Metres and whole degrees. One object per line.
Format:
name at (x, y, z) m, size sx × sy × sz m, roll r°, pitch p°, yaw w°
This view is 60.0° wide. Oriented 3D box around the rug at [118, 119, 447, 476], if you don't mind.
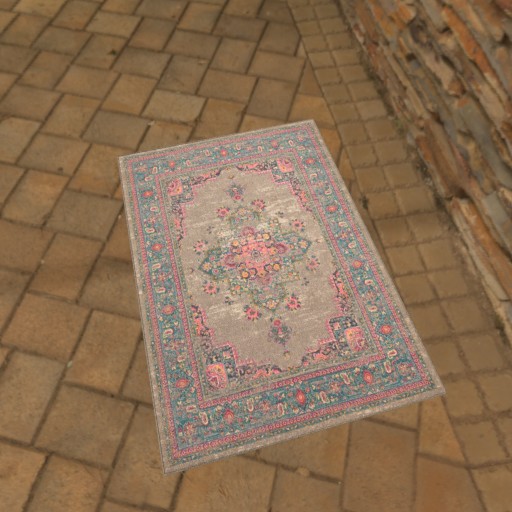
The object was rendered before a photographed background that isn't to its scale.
rug at (0.000, 0.000, 3.703) m, size 2.005 × 0.013 × 2.890 m, roll -13°, pitch 59°, yaw -8°
